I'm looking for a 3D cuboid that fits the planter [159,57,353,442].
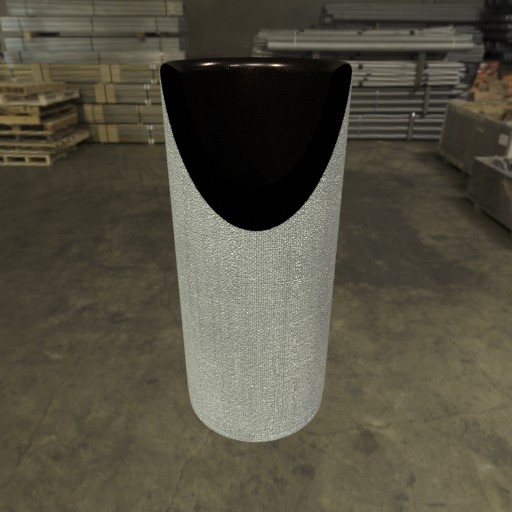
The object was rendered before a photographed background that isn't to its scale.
[{"bbox_3d":[0.000,0.000,0.128,0.045,0.103,0.045,0,27,1],"label":"planter"}]
